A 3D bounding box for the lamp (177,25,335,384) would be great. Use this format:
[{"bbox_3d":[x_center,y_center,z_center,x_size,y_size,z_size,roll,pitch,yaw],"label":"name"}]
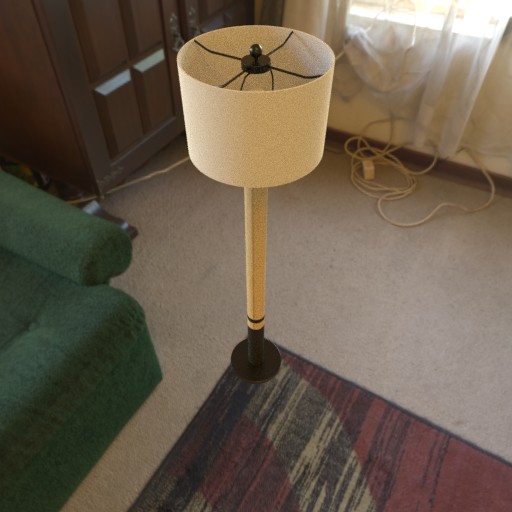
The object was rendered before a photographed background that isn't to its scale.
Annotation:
[{"bbox_3d":[0.000,0.000,1.597,0.381,1.478,0.381,9,48,8],"label":"lamp"}]
